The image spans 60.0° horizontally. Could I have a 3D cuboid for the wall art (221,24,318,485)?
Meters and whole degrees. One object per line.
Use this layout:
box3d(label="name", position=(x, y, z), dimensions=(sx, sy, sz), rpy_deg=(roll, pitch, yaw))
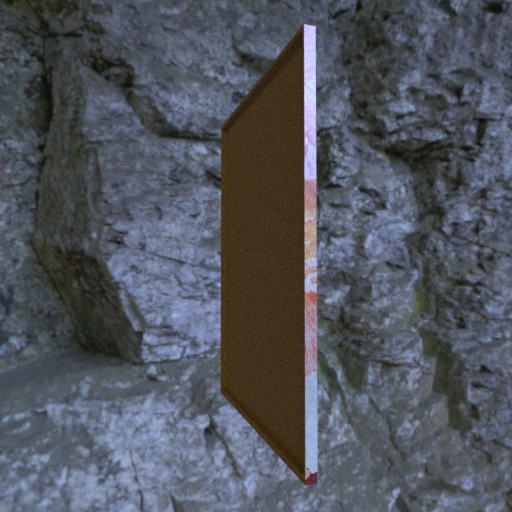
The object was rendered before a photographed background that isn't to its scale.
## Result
box3d(label="wall art", position=(0.000, 0.000, 1.338), dimensions=(0.031, 1.015, 0.762), rpy_deg=(1, -2, -18))
